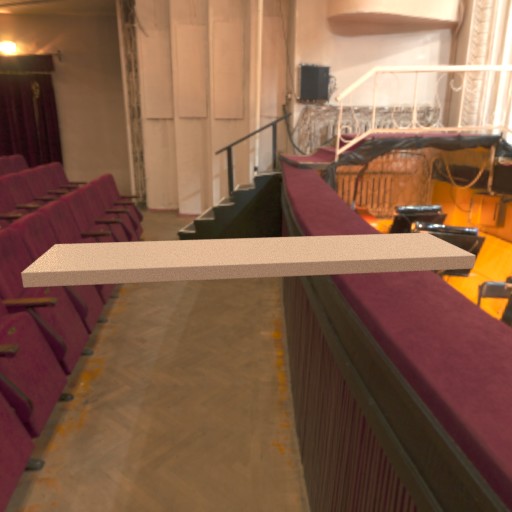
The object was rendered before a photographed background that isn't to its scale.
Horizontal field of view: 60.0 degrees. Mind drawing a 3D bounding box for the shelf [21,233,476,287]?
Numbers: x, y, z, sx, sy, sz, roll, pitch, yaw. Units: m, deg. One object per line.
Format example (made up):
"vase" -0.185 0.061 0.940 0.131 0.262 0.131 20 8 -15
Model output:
"shelf" 0.000 0.000 0.660 0.610 0.020 0.140 -2 16 -7
